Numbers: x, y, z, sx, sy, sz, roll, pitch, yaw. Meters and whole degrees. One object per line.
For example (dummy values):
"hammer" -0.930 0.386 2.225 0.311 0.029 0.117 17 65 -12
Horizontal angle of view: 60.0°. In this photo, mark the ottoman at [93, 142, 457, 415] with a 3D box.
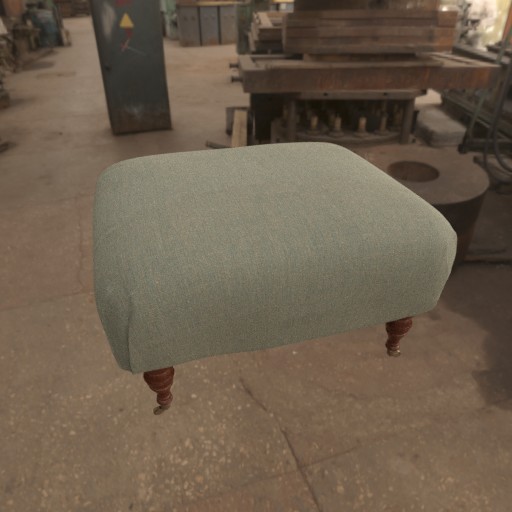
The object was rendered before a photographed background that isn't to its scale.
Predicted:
"ottoman" 0.000 0.000 1.124 0.747 0.450 0.622 -9 33 -14
